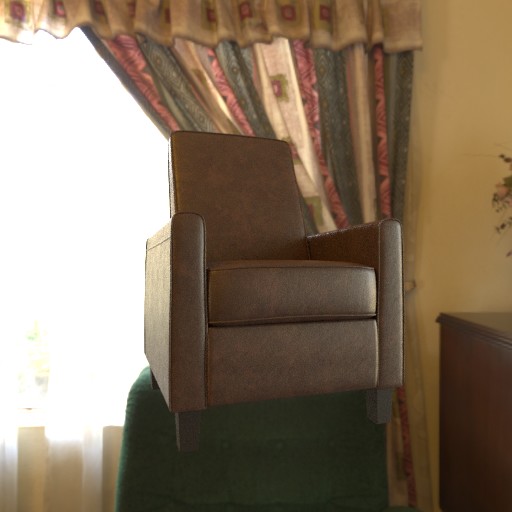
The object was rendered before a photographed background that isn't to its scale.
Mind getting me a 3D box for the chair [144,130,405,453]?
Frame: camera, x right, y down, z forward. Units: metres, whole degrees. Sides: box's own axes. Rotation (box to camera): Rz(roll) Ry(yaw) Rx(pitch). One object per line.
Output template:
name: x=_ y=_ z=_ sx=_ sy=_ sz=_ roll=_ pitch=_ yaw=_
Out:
chair: x=0.000 y=0.000 z=1.550 sx=0.705 sy=1.013 sz=0.746 roll=0 pitch=0 yaw=-19
